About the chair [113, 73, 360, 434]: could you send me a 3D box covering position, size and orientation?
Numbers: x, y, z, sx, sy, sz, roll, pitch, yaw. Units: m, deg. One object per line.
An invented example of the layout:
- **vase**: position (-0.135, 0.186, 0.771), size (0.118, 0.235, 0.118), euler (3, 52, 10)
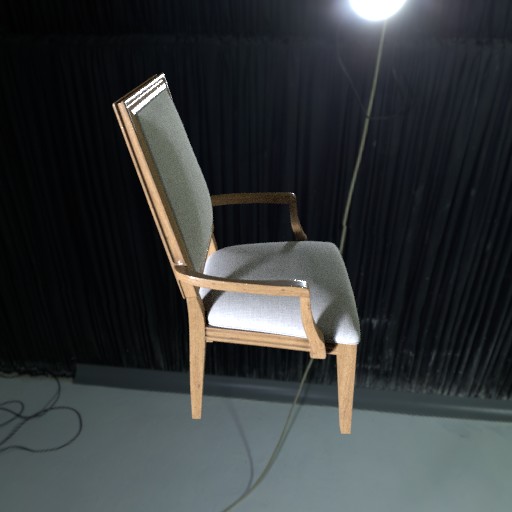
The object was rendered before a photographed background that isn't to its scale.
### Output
- **chair**: position (0.000, 0.000, 1.359), size (0.602, 0.990, 0.606), euler (1, 30, 1)
